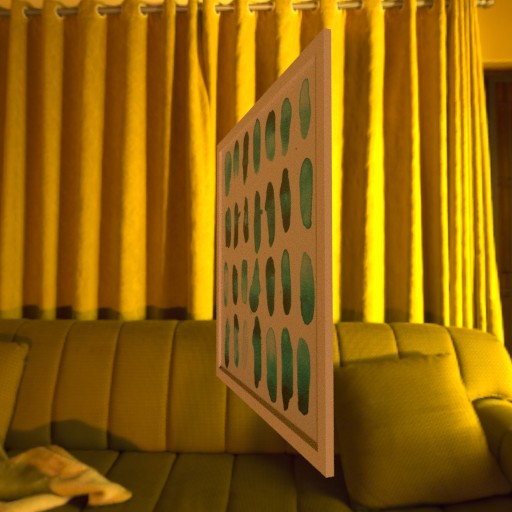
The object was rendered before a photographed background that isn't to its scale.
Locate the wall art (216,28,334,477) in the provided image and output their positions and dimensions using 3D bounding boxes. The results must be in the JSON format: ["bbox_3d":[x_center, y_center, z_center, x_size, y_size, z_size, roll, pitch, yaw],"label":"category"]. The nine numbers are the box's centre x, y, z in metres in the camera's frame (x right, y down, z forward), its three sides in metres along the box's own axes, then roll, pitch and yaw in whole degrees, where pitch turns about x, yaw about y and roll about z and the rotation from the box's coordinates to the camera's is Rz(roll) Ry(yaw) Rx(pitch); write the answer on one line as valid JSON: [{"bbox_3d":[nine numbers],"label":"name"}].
[{"bbox_3d":[0.000,0.000,0.667,0.009,0.457,0.456,1,-2,-19],"label":"wall art"}]
